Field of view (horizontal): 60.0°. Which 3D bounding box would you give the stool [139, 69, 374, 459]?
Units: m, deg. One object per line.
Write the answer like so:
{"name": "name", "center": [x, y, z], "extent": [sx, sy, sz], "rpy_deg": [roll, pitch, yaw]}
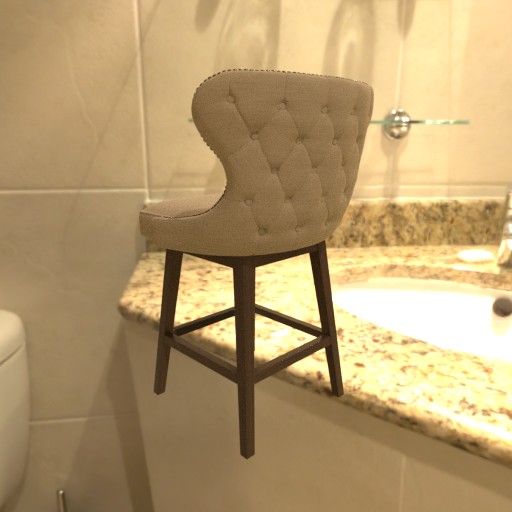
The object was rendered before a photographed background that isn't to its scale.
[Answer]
{"name": "stool", "center": [0.000, 0.000, 1.345], "extent": [0.615, 0.972, 0.597], "rpy_deg": [-14, 20, -43]}
